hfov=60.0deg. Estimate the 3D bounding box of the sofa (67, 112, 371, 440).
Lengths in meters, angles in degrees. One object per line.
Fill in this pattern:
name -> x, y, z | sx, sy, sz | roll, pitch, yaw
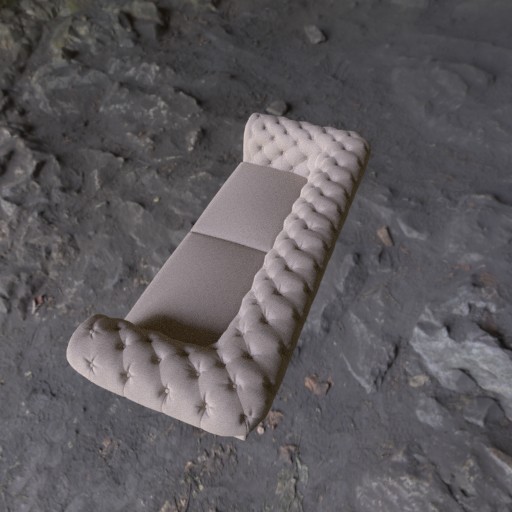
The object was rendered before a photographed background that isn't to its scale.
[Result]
sofa -> 0.000, 0.000, 3.165 | 1.076, 0.847, 2.694 | 16, 48, 15
